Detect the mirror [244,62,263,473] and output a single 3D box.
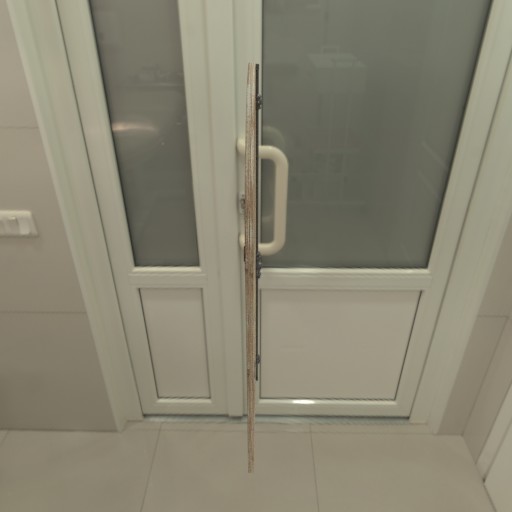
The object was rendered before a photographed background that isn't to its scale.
[{"bbox_3d":[0.000,0.000,1.137,0.032,0.915,0.609,0,32,1],"label":"mirror"}]
